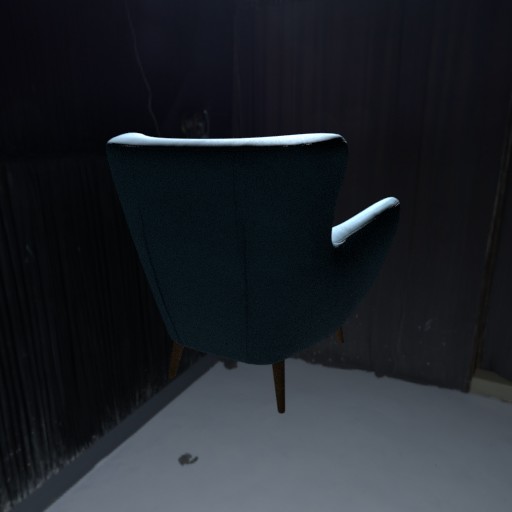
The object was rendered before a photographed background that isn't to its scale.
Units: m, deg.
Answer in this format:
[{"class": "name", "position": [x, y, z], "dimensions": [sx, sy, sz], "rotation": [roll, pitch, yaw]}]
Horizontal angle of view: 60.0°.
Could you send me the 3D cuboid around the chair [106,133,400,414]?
[{"class": "chair", "position": [0.000, 0.000, 1.662], "dimensions": [0.890, 0.889, 0.889], "rotation": [8, 18, 27]}]
